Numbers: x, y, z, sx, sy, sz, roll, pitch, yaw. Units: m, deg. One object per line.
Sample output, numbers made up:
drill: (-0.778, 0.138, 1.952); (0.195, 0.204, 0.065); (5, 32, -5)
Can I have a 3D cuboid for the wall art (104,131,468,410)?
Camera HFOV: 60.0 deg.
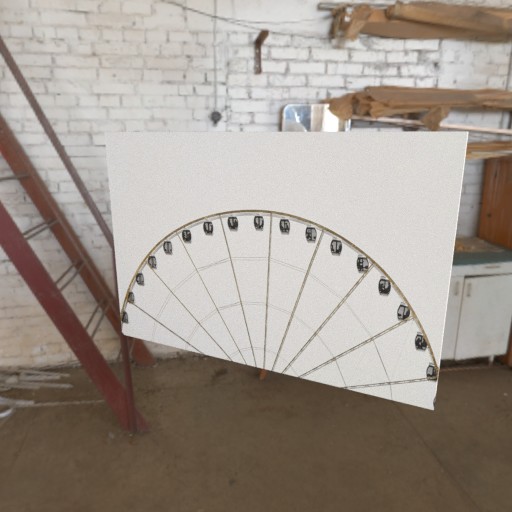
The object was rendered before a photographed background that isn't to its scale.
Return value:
wall art: (0.000, 0.000, 1.112); (0.898, 0.601, 0.038); (7, 17, 25)
